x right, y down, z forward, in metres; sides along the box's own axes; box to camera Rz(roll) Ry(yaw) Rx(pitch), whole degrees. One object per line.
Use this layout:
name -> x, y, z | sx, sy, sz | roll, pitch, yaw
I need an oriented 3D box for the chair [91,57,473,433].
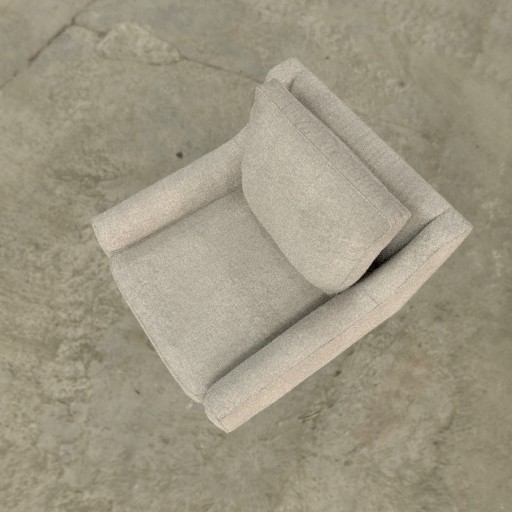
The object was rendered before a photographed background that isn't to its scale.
chair -> 0.000, 0.000, 1.564 | 0.918, 0.864, 0.838 | -33, 69, -14
